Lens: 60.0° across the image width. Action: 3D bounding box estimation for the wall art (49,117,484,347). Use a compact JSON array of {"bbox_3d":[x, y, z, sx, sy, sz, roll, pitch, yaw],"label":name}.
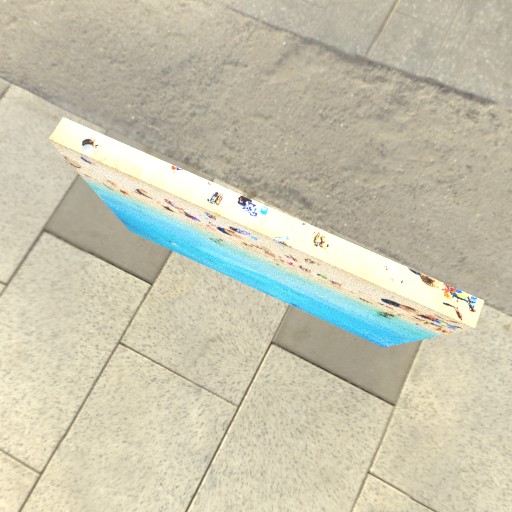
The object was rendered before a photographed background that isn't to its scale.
[{"bbox_3d":[0.000,0.000,1.136,0.894,0.595,0.057,24,77,6],"label":"wall art"}]
